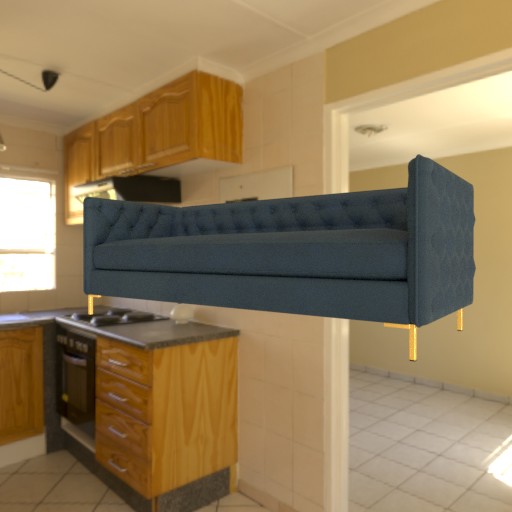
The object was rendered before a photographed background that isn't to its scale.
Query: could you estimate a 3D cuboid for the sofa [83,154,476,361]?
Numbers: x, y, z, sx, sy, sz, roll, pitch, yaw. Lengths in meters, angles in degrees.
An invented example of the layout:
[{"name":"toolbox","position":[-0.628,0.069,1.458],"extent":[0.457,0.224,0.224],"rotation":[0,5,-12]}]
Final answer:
[{"name":"sofa","position":[0.000,0.000,2.584],"extent":[2.209,0.771,0.895],"rotation":[0,1,36]}]
